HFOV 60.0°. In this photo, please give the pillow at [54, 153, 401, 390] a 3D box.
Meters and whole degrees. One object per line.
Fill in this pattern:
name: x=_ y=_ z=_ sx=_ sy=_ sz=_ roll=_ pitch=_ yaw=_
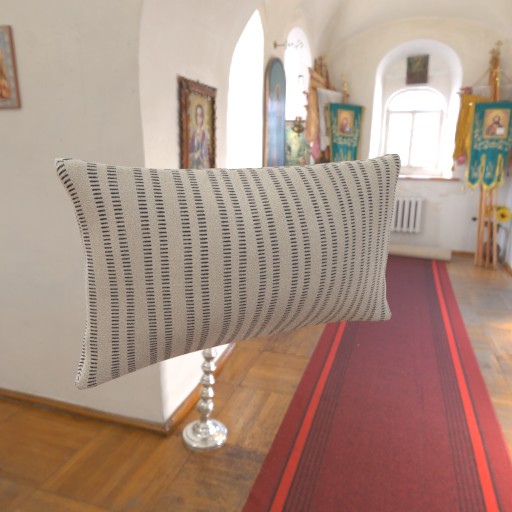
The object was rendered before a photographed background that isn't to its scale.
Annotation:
pillow: x=0.000 y=0.000 z=0.792 sx=0.640 sy=0.353 sz=0.210 roll=-7 pitch=16 yaw=-26
